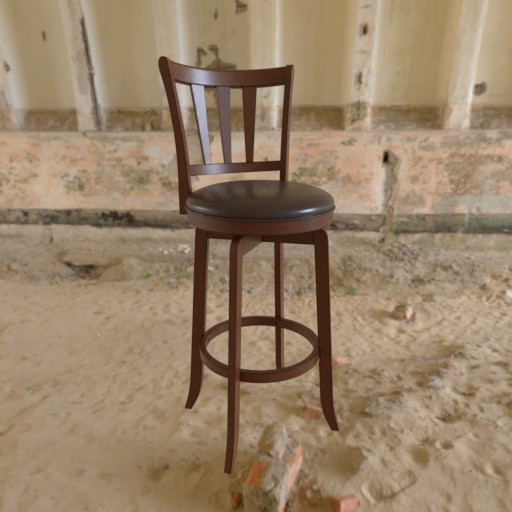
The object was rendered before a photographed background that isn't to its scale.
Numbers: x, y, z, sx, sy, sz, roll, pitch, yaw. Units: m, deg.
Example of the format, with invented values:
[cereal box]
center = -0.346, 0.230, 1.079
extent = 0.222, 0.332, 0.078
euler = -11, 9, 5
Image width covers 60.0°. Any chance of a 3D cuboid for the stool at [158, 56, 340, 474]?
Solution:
[stool]
center = 0.000, 0.000, 1.411
extent = 0.464, 1.177, 0.503
euler = -9, 19, -27
